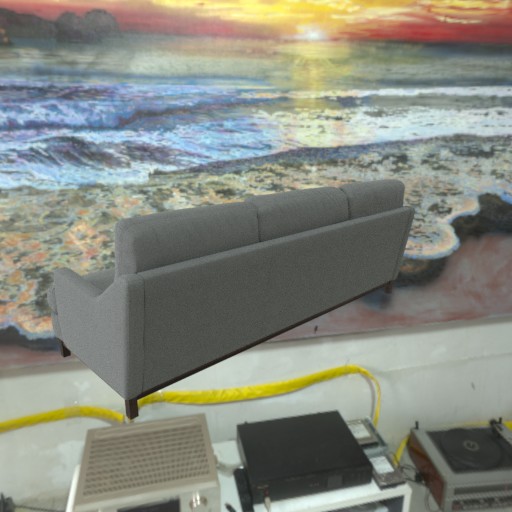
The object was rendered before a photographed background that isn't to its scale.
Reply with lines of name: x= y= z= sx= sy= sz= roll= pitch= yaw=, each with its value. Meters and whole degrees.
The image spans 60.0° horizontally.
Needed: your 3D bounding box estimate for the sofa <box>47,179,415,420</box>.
sofa: x=0.000 y=0.000 z=2.888 sx=2.344 sy=0.926 sz=0.987 roll=-15 pitch=22 yaw=-41
